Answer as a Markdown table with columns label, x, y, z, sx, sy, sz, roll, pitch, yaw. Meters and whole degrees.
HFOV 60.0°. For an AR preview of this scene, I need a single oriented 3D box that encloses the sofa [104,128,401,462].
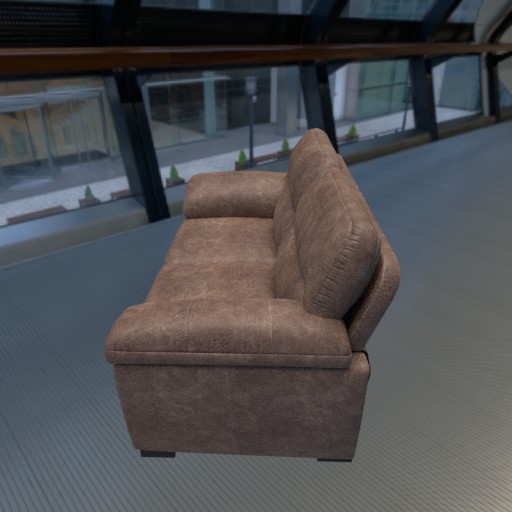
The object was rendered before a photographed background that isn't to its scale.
| label | x | y | z | sx | sy | sz | roll | pitch | yaw |
| --- | --- | --- | --- | --- | --- | --- | --- | --- | --- |
| sofa | 0.000 | 0.000 | 2.238 | 0.991 | 0.991 | 1.753 | 1 | 27 | 1 |
